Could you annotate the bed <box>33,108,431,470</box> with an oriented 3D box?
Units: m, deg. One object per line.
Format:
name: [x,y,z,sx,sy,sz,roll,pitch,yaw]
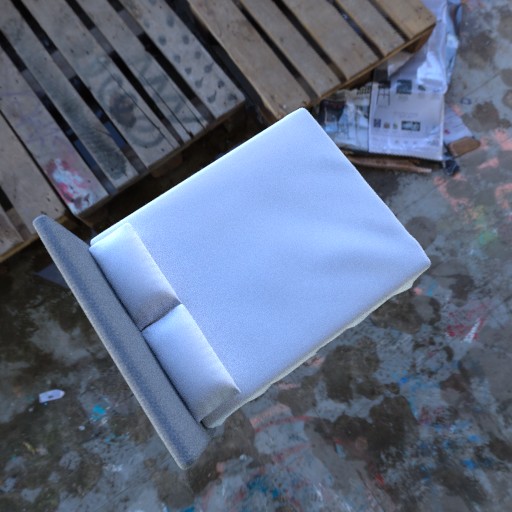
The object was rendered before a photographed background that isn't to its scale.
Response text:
bed: [0.000,0.000,3.193,2.142,1.330,1.723,-34,78,-8]
